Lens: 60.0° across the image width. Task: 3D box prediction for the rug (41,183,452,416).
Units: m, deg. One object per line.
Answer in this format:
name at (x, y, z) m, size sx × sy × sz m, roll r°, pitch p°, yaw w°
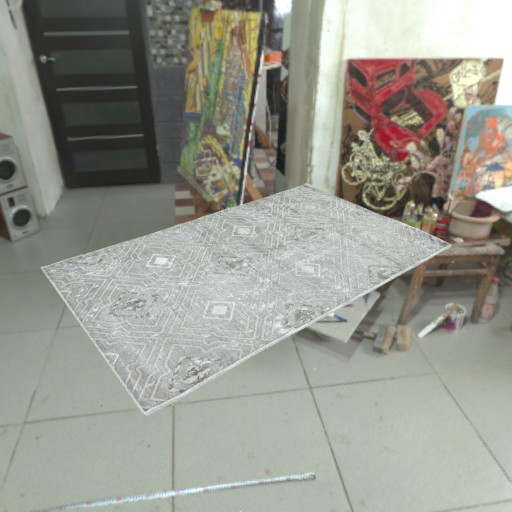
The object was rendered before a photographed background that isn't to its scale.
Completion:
rug at (0.000, 0.000, 3.086) m, size 2.447 × 0.036 × 1.537 m, roll -22°, pitch 37°, yaw -32°
